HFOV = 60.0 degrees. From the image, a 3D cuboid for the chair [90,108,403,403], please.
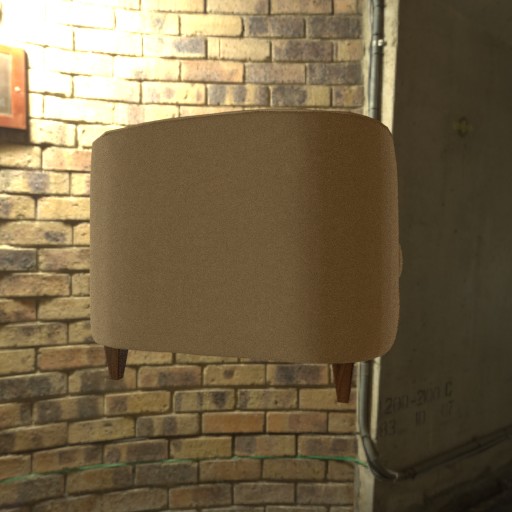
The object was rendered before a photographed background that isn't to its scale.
[{"bbox_3d":[0.000,0.000,1.755,1.104,0.852,0.941,0,0,18],"label":"chair"}]
